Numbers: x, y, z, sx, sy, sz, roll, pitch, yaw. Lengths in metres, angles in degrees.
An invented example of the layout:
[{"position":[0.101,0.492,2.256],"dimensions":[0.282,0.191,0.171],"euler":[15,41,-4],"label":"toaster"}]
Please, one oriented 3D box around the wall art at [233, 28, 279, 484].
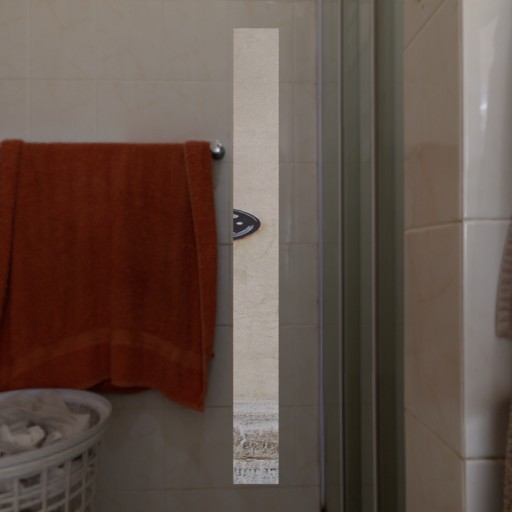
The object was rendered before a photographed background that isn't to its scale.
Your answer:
[{"position":[0.000,0.000,0.498],"dimensions":[0.038,0.381,0.254],"euler":[0,0,0],"label":"wall art"}]
